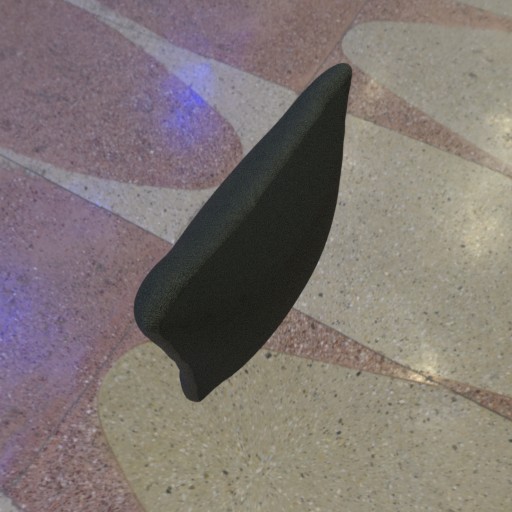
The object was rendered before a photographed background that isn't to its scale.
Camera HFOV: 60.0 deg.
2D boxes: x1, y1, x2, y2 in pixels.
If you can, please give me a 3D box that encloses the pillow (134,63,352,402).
[{"bbox_3d":[0.000,0.000,0.832,0.210,0.523,0.533,29,67,14],"label":"pillow"}]
